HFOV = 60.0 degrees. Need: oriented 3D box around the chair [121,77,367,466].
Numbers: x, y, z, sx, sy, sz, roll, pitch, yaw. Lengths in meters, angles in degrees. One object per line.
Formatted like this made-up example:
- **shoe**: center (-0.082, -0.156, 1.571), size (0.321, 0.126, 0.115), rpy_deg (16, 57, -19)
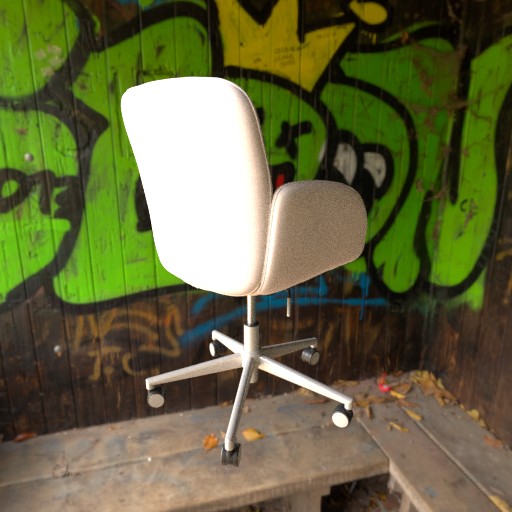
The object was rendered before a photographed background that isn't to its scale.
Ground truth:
- **chair**: center (0.000, 0.000, 1.343), size (0.633, 0.959, 0.648), rpy_deg (-15, 22, -42)
